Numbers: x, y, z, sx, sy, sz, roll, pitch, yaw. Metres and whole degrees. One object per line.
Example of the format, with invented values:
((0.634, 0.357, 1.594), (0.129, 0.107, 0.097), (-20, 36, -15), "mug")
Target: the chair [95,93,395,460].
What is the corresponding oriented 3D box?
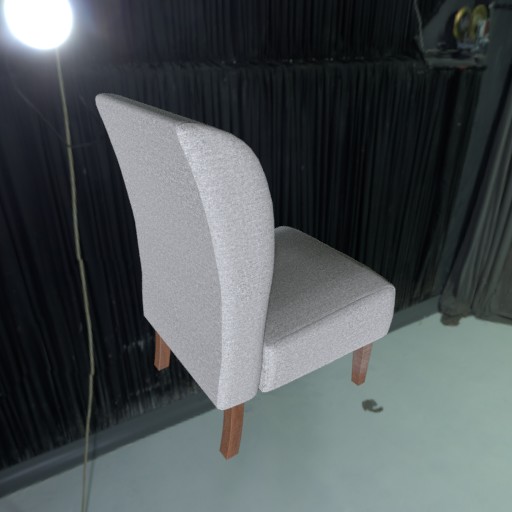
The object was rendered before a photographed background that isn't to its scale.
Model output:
((0.000, 0.000, 1.164), (0.592, 0.804, 0.513), (-18, 32, -31), "chair")
